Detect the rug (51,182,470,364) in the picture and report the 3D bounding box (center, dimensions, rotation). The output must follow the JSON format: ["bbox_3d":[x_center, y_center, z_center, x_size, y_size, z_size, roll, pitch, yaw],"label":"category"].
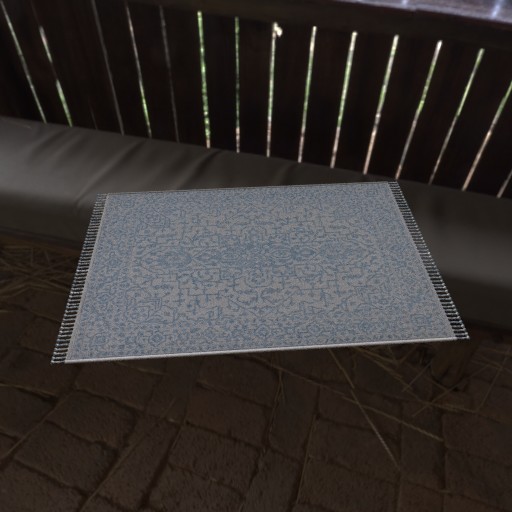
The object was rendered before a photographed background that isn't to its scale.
[{"bbox_3d":[0.000,0.000,3.087,2.438,0.010,1.524,-3,47,-3],"label":"rug"}]
